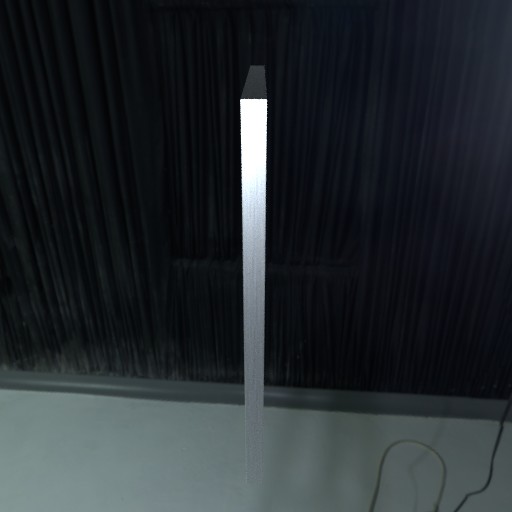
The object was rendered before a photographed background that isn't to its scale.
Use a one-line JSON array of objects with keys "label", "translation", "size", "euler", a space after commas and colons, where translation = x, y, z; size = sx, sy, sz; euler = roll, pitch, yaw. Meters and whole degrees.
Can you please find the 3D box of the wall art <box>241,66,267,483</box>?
[{"label": "wall art", "translation": [0.000, 0.000, 0.758], "size": [0.025, 0.569, 0.444], "euler": [0, 27, 1]}]
